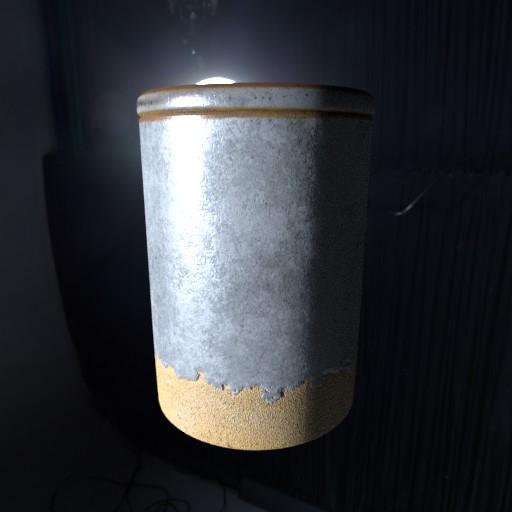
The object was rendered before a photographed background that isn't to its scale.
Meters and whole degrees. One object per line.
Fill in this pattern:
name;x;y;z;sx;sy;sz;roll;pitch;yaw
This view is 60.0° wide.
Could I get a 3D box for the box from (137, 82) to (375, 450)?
box;0.000;0.000;0.246;0.118;0.168;0.118;0;14;0
